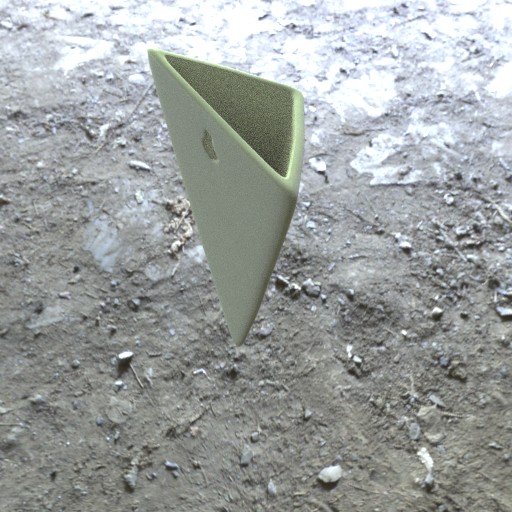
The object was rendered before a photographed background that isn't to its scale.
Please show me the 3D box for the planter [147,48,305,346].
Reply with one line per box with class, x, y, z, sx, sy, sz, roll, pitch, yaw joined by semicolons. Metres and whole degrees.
planter;0.000;0.000;0.385;0.065;0.338;0.143;-31;63;-18
